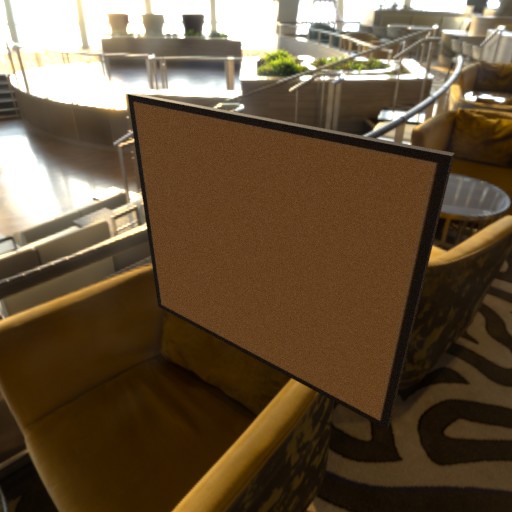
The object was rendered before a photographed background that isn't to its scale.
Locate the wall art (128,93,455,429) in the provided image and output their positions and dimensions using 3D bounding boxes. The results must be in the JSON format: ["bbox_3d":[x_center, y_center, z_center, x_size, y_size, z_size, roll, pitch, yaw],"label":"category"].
[{"bbox_3d":[0.000,0.000,1.421,1.033,0.875,0.023,21,37,31],"label":"wall art"}]
